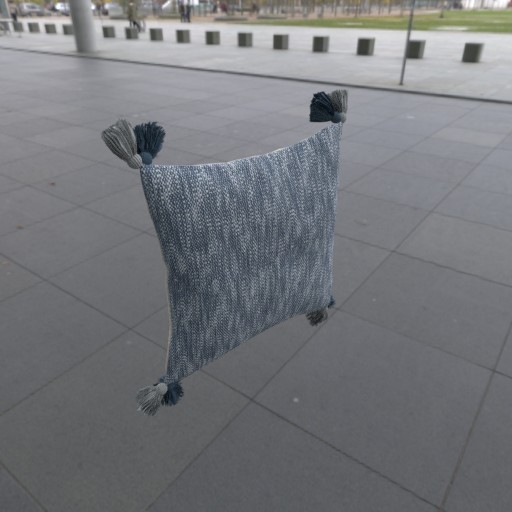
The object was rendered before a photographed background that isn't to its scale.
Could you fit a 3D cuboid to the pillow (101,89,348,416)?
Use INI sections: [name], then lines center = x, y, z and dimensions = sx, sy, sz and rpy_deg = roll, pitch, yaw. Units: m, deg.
[pillow]
center = 0.000, 0.000, 0.940
dimensions = 0.614, 0.634, 0.138
rpy_deg = -21, 36, -33
